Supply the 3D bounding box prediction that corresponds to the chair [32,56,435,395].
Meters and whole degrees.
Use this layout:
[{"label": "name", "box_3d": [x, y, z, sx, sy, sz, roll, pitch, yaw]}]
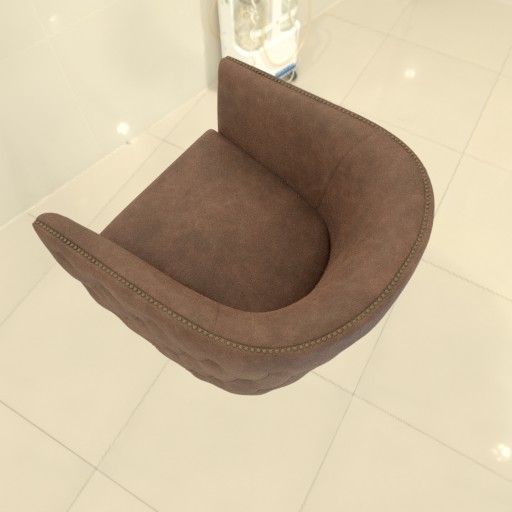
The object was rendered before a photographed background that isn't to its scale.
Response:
[{"label": "chair", "box_3d": [0.000, 0.000, 1.453, 0.870, 0.790, 0.850, 33, 67, 16]}]
